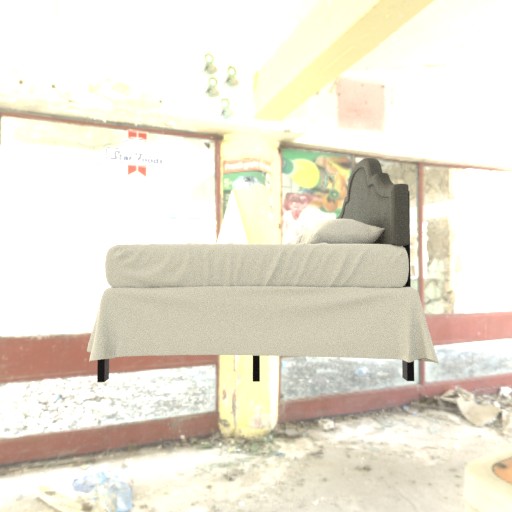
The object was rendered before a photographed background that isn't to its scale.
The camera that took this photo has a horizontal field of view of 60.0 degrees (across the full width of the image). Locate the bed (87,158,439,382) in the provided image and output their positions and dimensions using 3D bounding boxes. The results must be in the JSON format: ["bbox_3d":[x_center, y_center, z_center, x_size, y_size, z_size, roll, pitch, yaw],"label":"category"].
[{"bbox_3d":[0.000,0.000,3.782,2.222,1.631,2.303,0,-2,-1],"label":"bed"}]
